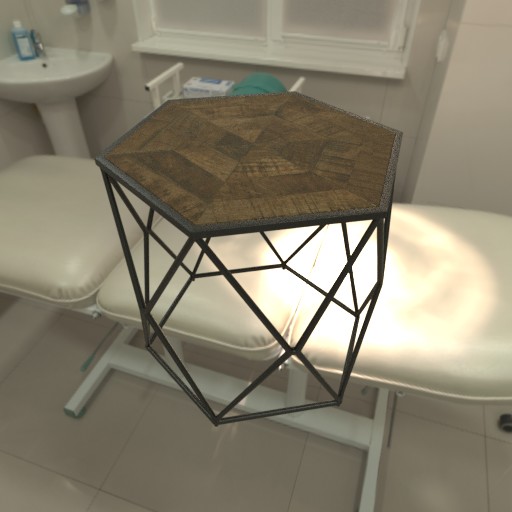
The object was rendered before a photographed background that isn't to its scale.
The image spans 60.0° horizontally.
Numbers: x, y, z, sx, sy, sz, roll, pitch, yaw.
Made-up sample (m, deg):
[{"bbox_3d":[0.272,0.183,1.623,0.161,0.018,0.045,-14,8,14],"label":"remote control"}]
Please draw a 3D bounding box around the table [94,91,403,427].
[{"bbox_3d":[0.000,0.000,1.028,0.579,0.564,0.578,12,42,14],"label":"table"}]
